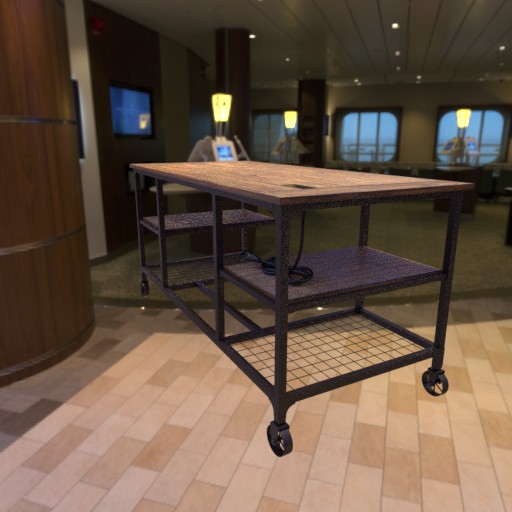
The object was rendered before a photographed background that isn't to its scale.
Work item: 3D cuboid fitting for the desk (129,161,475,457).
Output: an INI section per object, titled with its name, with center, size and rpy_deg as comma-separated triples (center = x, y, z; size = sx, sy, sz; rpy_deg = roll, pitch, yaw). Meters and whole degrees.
[desk]
center = 0.000, 0.000, 1.982
size = 0.711, 0.751, 1.590
rpy_deg = -8, 17, -27
